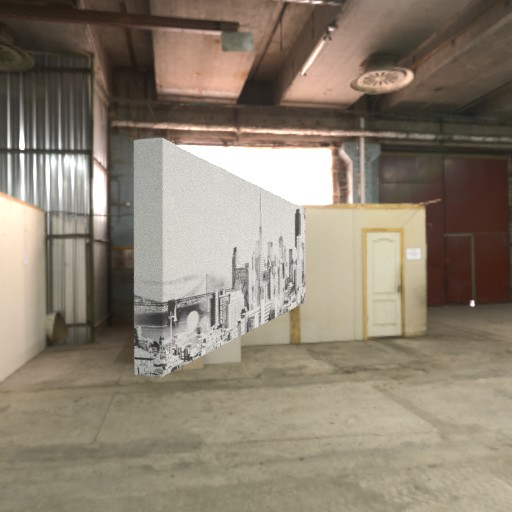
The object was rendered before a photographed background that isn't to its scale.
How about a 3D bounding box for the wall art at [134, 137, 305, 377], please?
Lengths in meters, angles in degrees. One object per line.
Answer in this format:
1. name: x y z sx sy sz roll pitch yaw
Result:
1. wall art: 0.000 0.000 0.843 0.036 0.256 0.766 0 0 18
